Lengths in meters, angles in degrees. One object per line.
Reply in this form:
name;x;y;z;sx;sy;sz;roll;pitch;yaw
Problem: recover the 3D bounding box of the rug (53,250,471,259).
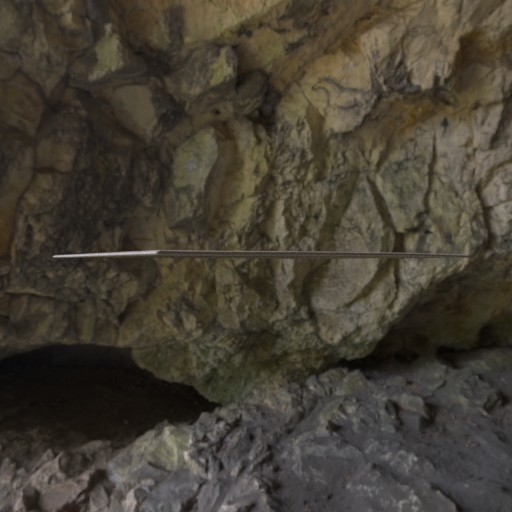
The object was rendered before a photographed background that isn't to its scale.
rug;0.000;0.000;4.113;3.017;0.035;2.472;0;-1;-36
